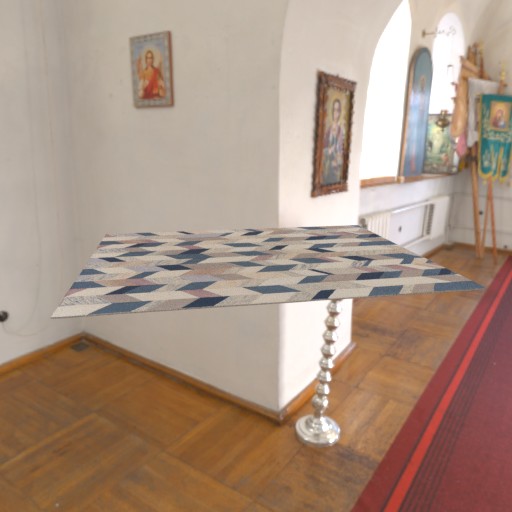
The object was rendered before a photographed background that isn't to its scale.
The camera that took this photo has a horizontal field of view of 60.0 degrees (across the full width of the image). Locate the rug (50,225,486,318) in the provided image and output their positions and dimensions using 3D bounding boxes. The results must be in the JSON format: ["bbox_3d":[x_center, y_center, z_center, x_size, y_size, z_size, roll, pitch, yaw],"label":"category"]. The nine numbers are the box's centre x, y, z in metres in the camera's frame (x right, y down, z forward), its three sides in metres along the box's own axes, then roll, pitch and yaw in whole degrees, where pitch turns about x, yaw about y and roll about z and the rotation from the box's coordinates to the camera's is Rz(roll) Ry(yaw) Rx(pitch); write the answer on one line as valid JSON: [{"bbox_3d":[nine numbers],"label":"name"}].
[{"bbox_3d":[0.000,0.000,4.199,3.072,0.011,2.451,-3,16,-10],"label":"rug"}]
